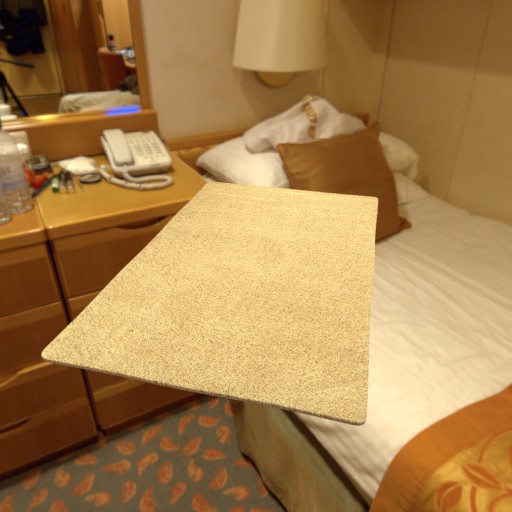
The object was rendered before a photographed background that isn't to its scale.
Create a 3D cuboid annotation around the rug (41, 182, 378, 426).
[{"bbox_3d":[0.000,0.000,2.883,1.500,0.025,2.349,7,31,13],"label":"rug"}]
